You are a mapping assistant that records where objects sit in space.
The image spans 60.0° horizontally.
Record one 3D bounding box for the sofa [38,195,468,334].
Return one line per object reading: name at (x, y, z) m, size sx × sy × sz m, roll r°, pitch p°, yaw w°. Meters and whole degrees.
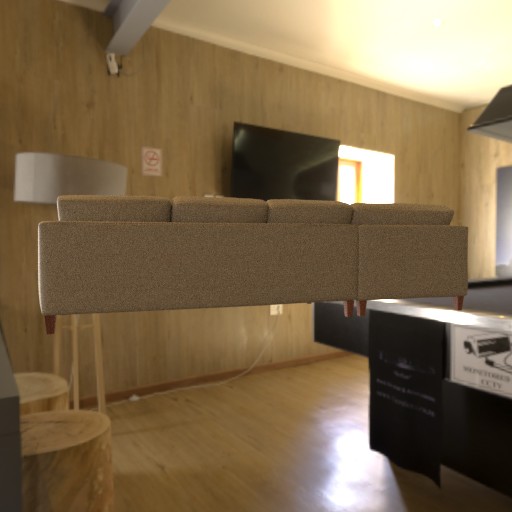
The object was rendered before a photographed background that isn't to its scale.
sofa at (0.000, 0.000, 3.812) m, size 3.201 × 0.876 × 1.502 m, roll -1°, pitch 2°, yaw -17°
